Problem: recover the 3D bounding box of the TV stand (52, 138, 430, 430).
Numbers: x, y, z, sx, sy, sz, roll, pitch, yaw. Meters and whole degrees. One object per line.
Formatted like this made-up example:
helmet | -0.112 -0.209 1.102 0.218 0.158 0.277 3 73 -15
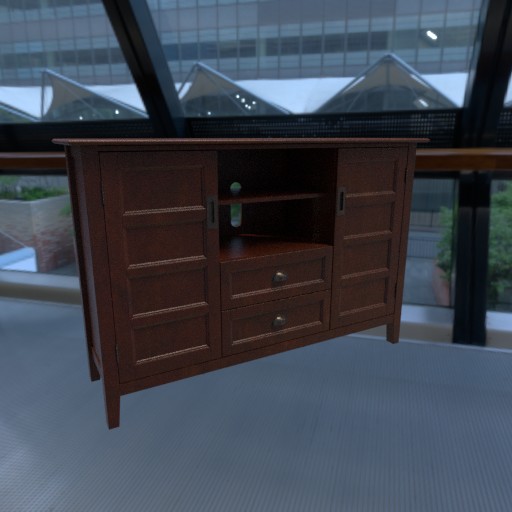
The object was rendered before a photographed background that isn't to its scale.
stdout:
TV stand | 0.000 0.000 1.787 1.372 0.915 0.445 -8 17 -28
